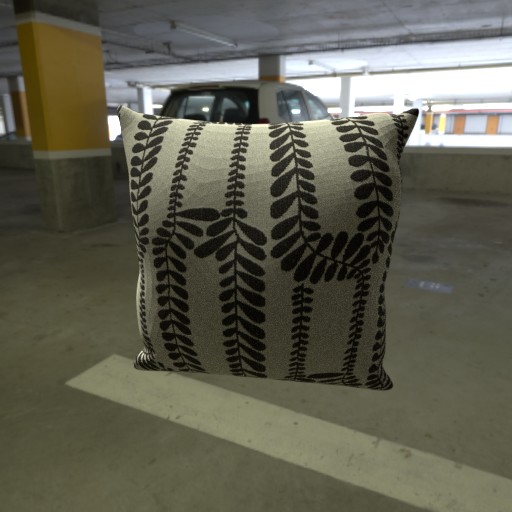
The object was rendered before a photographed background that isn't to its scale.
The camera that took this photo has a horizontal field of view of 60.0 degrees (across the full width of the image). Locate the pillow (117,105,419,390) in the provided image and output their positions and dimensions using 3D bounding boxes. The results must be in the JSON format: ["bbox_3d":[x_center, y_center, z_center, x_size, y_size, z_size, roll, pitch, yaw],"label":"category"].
[{"bbox_3d":[0.000,0.000,0.678,0.440,0.441,0.182,3,16,10],"label":"pillow"}]
